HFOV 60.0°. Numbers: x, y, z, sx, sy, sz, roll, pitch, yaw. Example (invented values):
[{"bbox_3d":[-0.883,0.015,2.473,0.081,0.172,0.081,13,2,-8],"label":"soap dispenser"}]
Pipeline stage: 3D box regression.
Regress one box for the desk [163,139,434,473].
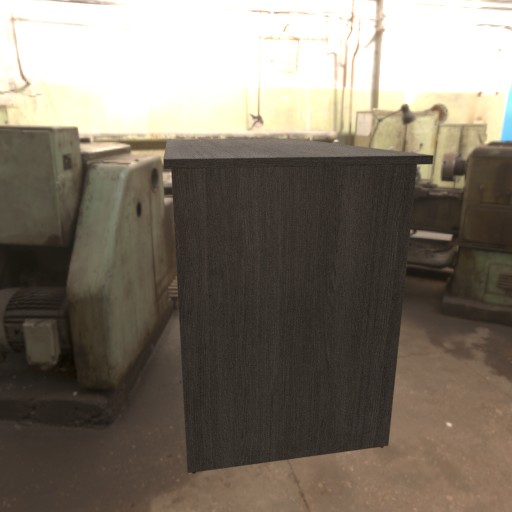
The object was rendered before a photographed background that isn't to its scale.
[{"bbox_3d":[0.000,0.000,1.509,0.560,0.735,1.097,-3,17,-10],"label":"desk"}]
